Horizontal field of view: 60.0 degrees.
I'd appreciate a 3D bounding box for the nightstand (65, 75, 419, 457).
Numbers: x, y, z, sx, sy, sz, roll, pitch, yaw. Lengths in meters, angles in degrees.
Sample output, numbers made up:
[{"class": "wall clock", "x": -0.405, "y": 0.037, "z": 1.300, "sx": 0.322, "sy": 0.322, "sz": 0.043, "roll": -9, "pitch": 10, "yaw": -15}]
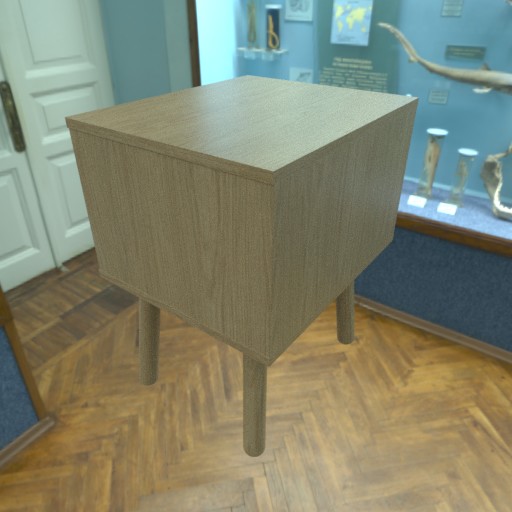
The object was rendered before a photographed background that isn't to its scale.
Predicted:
[{"class": "nightstand", "x": 0.000, "y": 0.000, "z": 0.871, "sx": 0.380, "sy": 0.571, "sz": 0.450, "roll": 21, "pitch": 37, "yaw": 31}]
